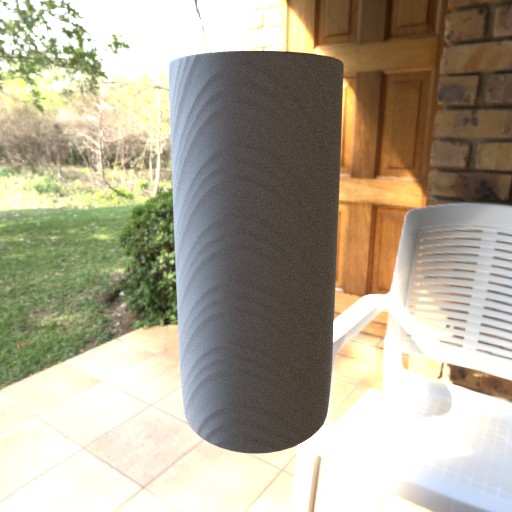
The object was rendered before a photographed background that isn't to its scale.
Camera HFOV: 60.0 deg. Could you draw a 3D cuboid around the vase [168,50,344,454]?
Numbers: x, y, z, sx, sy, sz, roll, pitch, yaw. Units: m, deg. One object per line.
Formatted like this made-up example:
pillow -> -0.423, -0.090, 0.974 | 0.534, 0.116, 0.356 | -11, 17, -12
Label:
vase -> 0.000, 0.000, 0.395 | 0.143, 0.316, 0.143 | 0, 16, 0
